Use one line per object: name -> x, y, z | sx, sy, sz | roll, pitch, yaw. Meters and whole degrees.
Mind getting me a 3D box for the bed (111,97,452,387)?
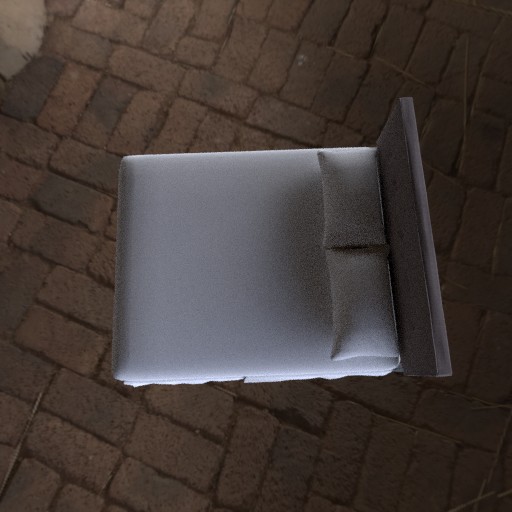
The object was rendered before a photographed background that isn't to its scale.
bed -> 0.000, 0.000, 2.889 | 1.894, 1.089, 1.610 | -2, 76, -1
